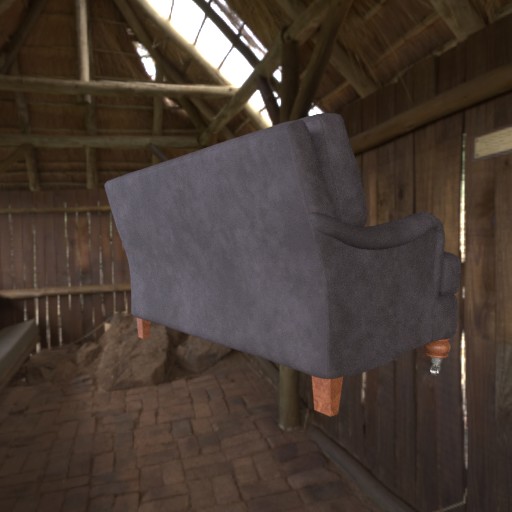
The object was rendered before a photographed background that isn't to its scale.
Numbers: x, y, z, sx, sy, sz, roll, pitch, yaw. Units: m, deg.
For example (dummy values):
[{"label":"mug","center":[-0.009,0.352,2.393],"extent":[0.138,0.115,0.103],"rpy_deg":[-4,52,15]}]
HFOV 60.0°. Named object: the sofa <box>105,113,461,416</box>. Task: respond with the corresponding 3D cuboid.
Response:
[{"label":"sofa","center":[0.000,0.000,2.450],"extent":[1.084,1.101,1.853],"rpy_deg":[-1,2,-37]}]
